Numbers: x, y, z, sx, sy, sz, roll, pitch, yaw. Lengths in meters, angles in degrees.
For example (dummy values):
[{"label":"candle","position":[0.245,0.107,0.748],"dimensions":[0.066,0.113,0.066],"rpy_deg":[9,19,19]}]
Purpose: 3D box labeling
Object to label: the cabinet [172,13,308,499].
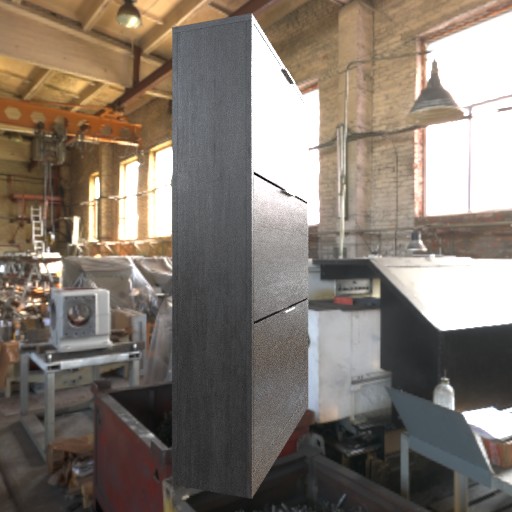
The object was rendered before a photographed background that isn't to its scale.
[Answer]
[{"label":"cabinet","position":[0.000,0.000,1.558],"dimensions":[0.250,1.280,0.750],"rpy_deg":[0,0,18]}]
